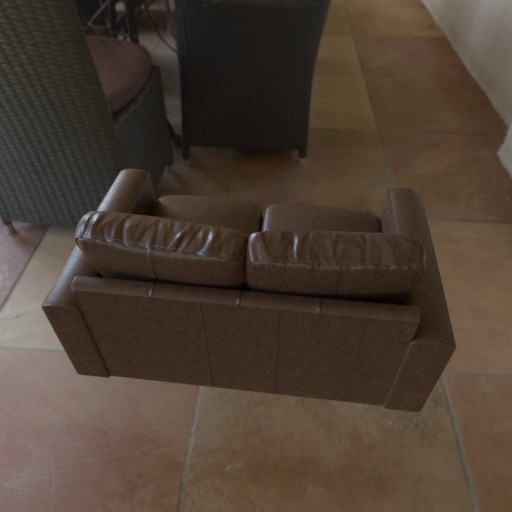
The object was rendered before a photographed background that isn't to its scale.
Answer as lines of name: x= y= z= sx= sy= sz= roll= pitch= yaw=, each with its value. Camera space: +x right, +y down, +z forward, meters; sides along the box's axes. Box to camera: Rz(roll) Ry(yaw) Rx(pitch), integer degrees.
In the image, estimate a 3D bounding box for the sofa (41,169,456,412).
sofa: x=0.000 y=0.000 z=2.130 sx=1.616 sy=0.873 sz=1.016 roll=5 pitch=45 yaw=5
